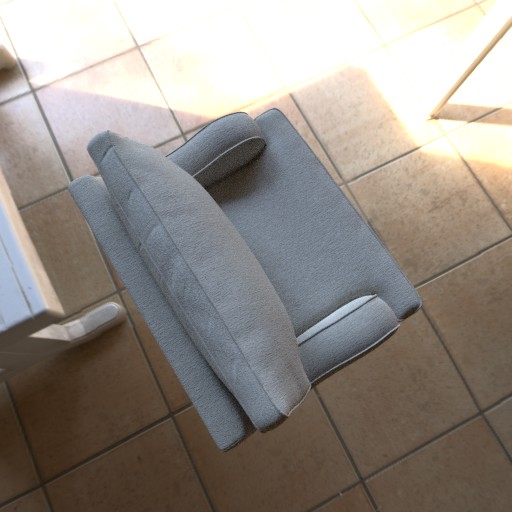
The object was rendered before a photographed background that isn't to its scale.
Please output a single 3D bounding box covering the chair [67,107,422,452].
[{"bbox_3d":[0.000,0.000,1.993,1.041,1.016,1.220,-32,78,-8],"label":"chair"}]
